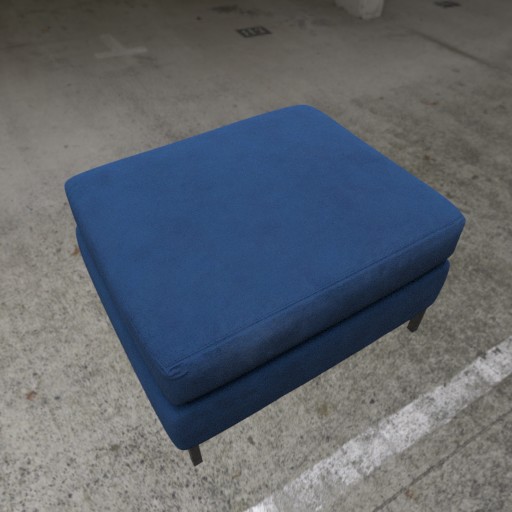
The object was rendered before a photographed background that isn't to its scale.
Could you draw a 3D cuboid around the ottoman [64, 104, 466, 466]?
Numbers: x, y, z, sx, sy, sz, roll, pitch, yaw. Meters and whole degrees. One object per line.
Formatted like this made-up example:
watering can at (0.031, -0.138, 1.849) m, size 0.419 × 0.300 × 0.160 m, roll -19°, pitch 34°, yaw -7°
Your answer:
ottoman at (0.000, 0.000, 1.176) m, size 0.794 × 0.485 × 0.655 m, roll -24°, pitch 51°, yaw -21°
